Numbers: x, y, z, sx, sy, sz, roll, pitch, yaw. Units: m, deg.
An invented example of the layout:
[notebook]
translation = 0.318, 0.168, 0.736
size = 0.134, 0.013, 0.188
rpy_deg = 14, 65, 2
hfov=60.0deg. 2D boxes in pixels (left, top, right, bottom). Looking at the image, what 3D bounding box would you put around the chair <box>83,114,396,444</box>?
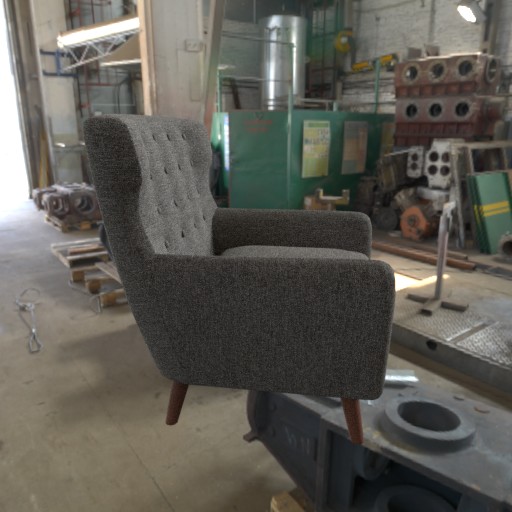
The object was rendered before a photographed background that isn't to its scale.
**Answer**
[chair]
translation = 0.000, 0.000, 1.708
size = 0.940, 1.039, 0.889
rpy_deg = 2, 17, 8
